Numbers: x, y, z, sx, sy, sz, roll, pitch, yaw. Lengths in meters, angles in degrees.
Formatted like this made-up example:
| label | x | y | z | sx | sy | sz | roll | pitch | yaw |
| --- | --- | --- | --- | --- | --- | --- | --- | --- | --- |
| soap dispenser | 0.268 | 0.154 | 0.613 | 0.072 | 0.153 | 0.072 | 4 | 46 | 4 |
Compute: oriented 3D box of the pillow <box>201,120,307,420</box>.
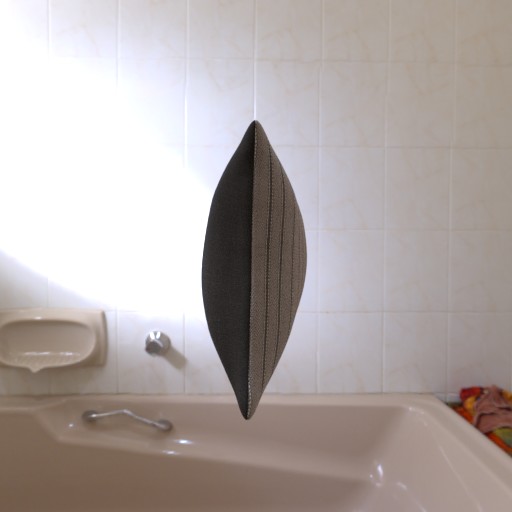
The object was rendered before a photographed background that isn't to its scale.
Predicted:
| label | x | y | z | sx | sy | sz | roll | pitch | yaw |
| --- | --- | --- | --- | --- | --- | --- | --- | --- | --- |
| pillow | 0.000 | 0.000 | 0.733 | 0.151 | 0.305 | 0.609 | 0 | 2 | 0 |
